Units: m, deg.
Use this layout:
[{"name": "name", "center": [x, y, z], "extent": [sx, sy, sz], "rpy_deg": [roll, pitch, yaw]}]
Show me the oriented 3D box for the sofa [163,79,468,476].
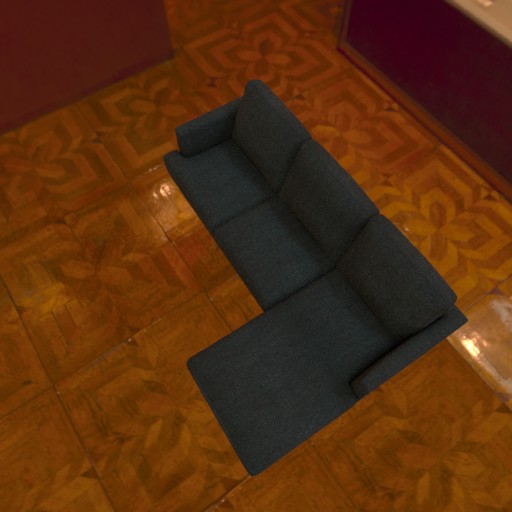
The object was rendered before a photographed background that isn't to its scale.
[{"name": "sofa", "center": [0.000, 0.000, 2.985], "extent": [1.504, 0.956, 2.233], "rpy_deg": [-30, 67, -14]}]
